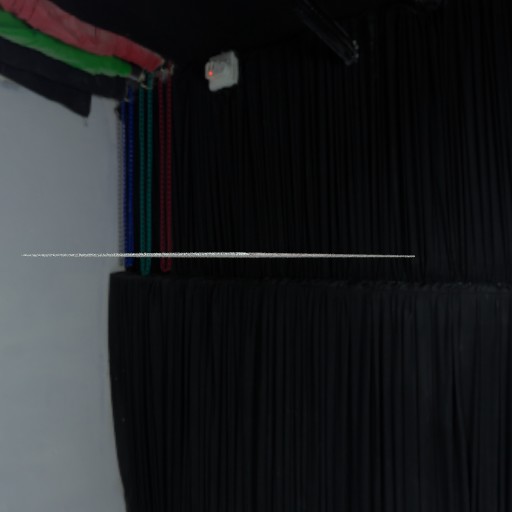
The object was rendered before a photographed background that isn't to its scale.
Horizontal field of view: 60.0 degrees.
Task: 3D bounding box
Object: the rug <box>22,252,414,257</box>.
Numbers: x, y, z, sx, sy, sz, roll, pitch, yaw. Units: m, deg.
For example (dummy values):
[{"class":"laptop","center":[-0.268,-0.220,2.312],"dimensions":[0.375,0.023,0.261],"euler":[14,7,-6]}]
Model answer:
[{"class":"rug","center":[0.000,0.000,3.056],"dimensions":[1.528,0.010,2.440],"euler":[0,0,34]}]
